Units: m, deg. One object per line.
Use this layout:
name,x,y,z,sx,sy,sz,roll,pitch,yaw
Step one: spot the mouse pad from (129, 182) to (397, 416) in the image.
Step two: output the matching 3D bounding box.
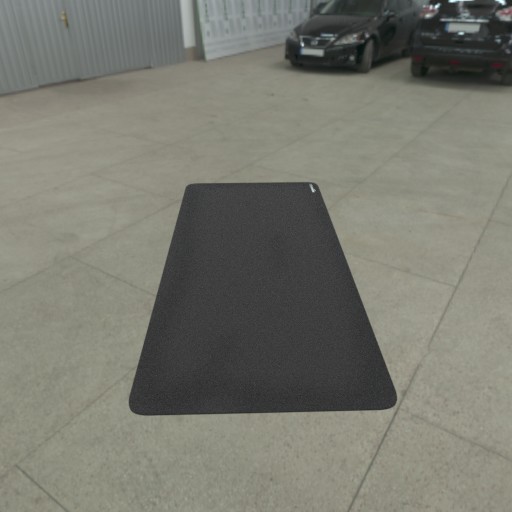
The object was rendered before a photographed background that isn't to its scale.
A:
mouse pad,0.000,0.000,1.060,0.424,0.003,0.907,-1,32,-1
